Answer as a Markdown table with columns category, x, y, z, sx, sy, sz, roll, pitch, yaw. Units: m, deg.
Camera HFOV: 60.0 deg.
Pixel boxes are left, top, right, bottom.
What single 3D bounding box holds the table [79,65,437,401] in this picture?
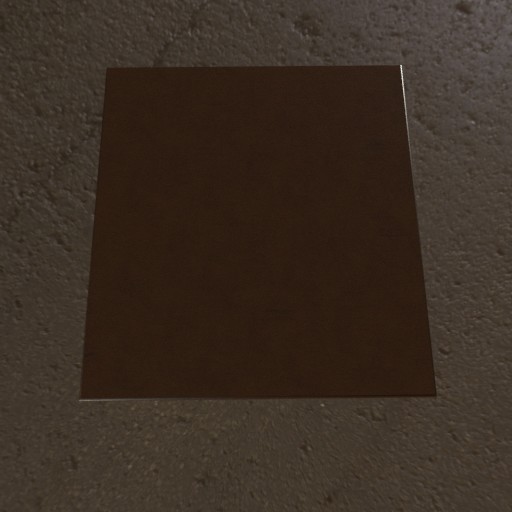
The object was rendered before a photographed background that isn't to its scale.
| category | x | y | z | sx | sy | sz | roll | pitch | yaw |
| --- | --- | --- | --- | --- | --- | --- | --- | --- | --- |
| table | 0.000 | 0.000 | 1.032 | 0.560 | 0.562 | 0.602 | -1 | 76 | 0 |
